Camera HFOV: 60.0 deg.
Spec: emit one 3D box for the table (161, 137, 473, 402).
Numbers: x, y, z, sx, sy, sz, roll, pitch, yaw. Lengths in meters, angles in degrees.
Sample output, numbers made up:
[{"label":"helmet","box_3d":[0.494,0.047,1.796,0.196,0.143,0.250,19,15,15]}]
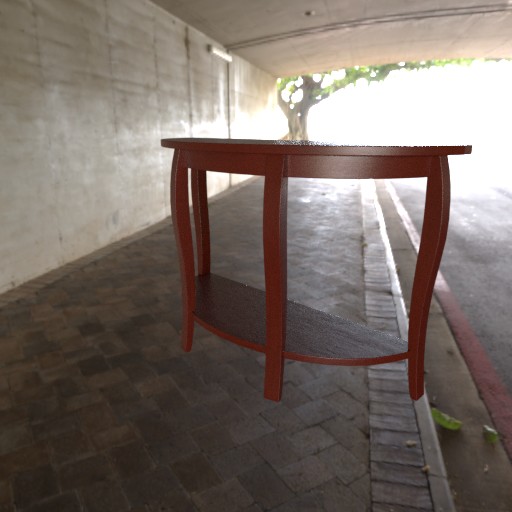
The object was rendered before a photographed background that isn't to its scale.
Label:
[{"label":"table","box_3d":[0.000,0.000,1.556,0.405,0.779,1.219,-16,22,-43]}]
